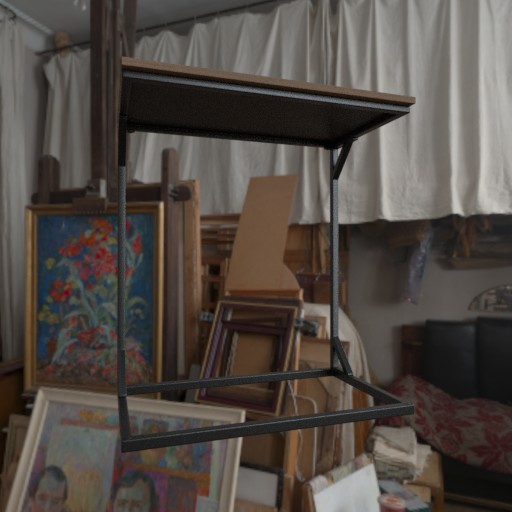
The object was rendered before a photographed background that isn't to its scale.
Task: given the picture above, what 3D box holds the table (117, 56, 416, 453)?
[{"bbox_3d":[0.000,0.000,1.009,0.597,0.673,0.351,0,0,-18],"label":"table"}]
